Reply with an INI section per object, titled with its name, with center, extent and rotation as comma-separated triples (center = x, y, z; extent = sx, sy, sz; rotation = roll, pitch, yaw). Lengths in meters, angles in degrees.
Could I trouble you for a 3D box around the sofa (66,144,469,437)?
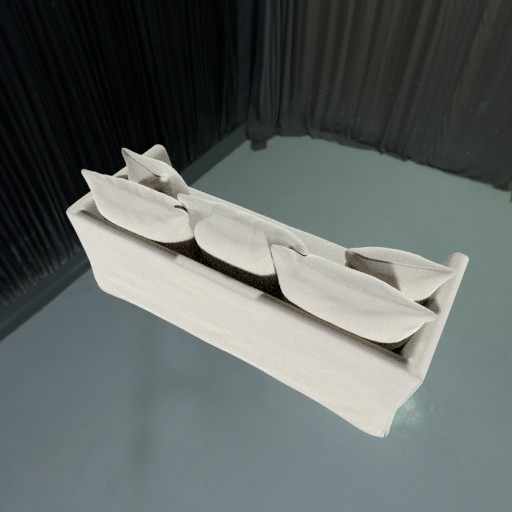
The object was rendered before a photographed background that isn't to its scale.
[sofa]
center = 0.000, 0.000, 3.049
extent = 2.499, 1.047, 1.046
rotation = 23, 50, 21
